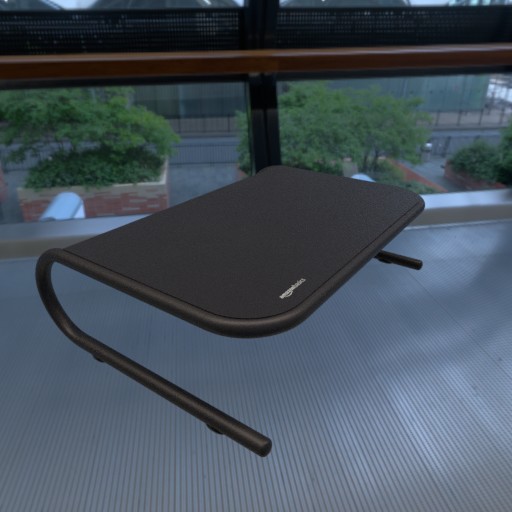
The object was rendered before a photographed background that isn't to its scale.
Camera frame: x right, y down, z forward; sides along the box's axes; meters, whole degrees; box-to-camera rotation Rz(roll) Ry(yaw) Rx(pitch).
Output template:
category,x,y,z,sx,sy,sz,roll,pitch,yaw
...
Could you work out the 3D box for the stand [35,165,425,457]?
category,x,y,z,sx,sy,sz,roll,pitch,yaw
stand,0.000,0.000,0.503,0.280,0.108,0.370,18,31,32
